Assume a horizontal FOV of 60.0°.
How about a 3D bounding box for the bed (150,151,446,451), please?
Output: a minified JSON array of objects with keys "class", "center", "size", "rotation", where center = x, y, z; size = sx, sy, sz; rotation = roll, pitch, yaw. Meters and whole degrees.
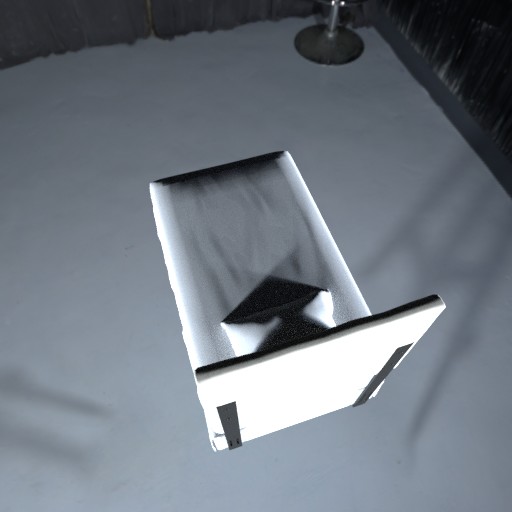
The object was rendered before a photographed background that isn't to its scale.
[{"class":"bed","center":[0.000,0.000,3.008],"size":[1.261,1.571,1.997],"rotation":[-15,59,-10]}]
